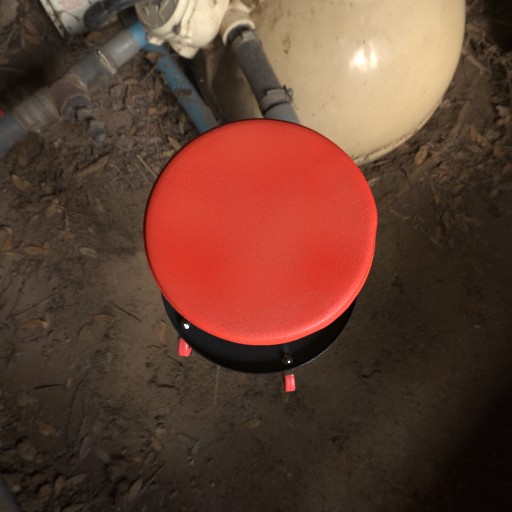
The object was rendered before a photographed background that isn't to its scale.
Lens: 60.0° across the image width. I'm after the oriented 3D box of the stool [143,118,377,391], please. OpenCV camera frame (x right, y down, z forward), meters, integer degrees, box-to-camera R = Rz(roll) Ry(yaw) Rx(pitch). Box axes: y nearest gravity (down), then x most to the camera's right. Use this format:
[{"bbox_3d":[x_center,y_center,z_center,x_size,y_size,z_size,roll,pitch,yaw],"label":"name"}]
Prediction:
[{"bbox_3d":[0.000,0.000,0.683,0.382,0.365,0.381,14,77,3],"label":"stool"}]
